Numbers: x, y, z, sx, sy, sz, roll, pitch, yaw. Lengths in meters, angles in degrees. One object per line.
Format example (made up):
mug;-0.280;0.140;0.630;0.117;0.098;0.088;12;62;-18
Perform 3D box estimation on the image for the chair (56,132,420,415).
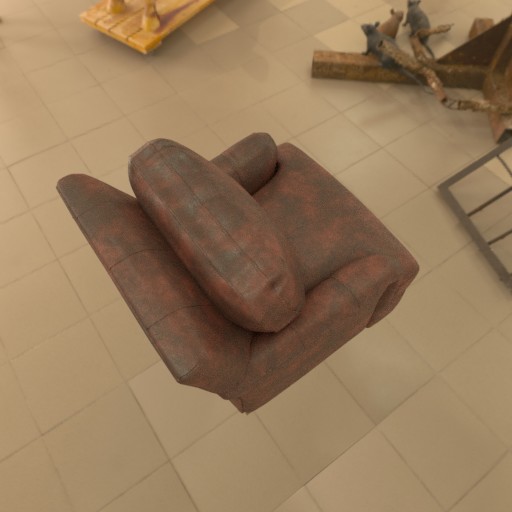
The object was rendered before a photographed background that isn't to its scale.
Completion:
chair;0.000;0.000;1.955;1.156;1.051;0.987;-31;64;-18
